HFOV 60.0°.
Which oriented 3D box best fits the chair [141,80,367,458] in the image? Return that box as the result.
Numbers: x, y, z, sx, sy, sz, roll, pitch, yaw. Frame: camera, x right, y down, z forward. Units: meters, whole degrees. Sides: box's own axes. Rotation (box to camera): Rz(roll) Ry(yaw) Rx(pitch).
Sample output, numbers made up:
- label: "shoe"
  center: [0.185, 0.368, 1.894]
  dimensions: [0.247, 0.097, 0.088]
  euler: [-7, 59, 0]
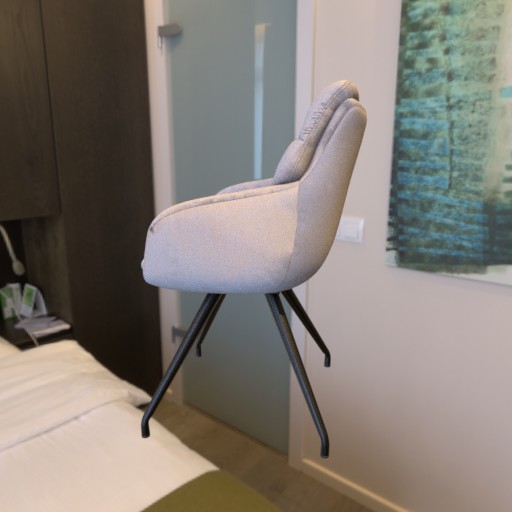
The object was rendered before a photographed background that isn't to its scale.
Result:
- label: "chair"
  center: [0.000, 0.000, 1.258]
  dimensions: [0.569, 0.888, 0.579]
  euler: [2, 13, 9]
